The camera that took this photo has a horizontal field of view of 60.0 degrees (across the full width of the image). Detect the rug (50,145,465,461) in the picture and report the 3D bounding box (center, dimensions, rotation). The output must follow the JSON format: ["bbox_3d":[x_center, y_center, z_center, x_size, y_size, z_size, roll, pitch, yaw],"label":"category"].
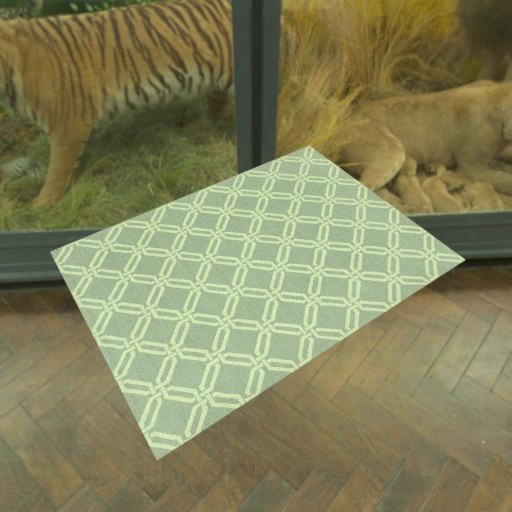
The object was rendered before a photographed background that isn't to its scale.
[{"bbox_3d":[0.000,0.000,4.425,3.353,0.013,2.438,-27,53,-23],"label":"rug"}]
